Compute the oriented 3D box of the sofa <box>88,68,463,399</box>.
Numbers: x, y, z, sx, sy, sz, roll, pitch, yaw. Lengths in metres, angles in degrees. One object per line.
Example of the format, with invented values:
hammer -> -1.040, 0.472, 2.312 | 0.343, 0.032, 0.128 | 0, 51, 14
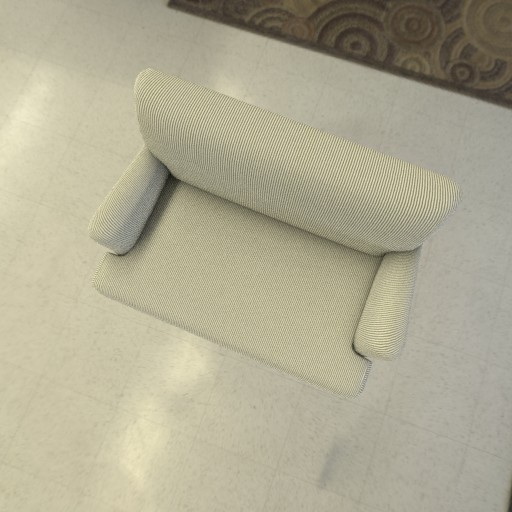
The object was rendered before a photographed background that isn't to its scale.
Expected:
sofa -> 0.000, 0.000, 1.826 | 1.297, 0.889, 0.779 | 22, 78, 5
